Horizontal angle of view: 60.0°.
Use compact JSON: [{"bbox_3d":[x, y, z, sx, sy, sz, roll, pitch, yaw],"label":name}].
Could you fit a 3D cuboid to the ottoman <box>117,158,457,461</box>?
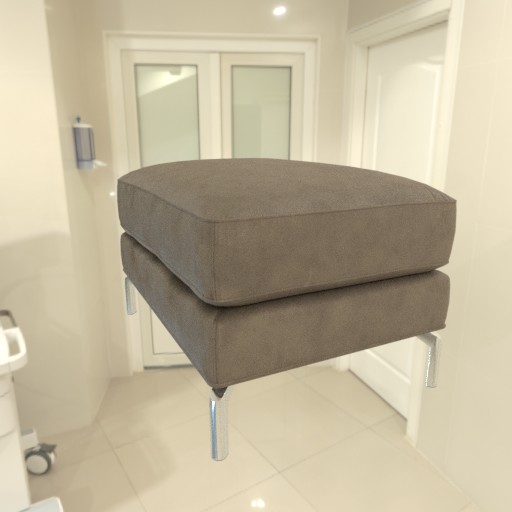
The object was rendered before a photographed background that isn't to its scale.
[{"bbox_3d":[0.000,0.000,1.065,0.520,0.456,0.719,-7,17,-26],"label":"ottoman"}]
